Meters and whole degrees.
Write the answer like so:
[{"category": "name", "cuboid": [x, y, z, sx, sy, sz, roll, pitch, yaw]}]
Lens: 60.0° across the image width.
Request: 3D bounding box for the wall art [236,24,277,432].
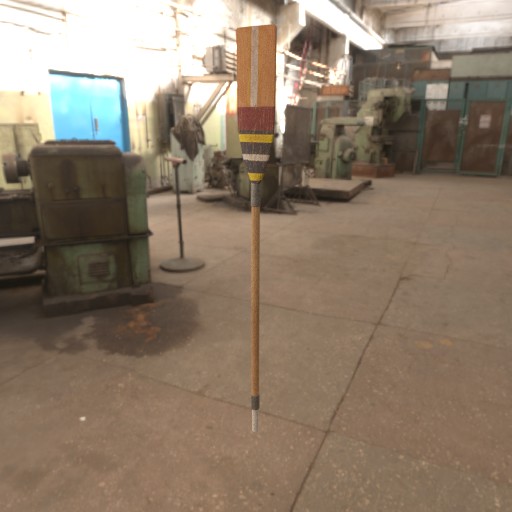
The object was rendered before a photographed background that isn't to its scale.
[{"category": "wall art", "cuboid": [0.000, 0.000, 1.659, 0.146, 1.556, 0.038, 9, 19, 26]}]
